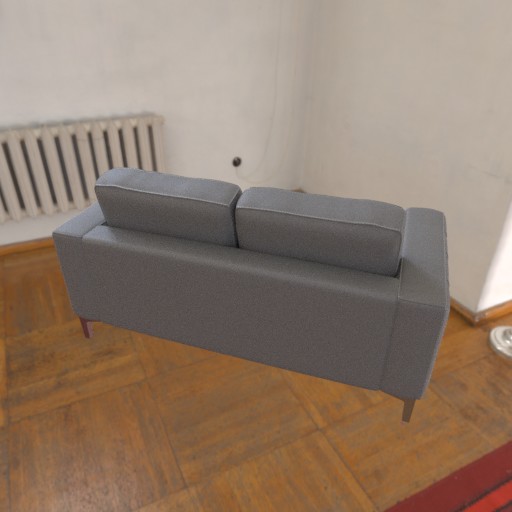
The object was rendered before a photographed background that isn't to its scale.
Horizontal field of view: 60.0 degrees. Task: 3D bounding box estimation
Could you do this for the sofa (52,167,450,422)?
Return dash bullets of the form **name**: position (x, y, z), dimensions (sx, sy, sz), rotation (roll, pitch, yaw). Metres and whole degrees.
- **sofa**: position (0.000, 0.000, 2.188), dimensions (1.726, 0.892, 0.833), rotation (10, 33, 16)
